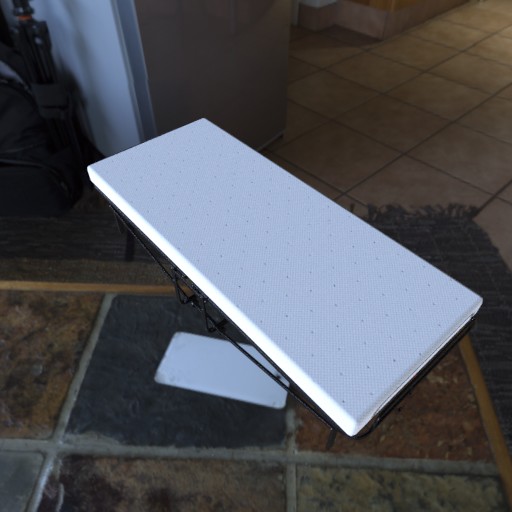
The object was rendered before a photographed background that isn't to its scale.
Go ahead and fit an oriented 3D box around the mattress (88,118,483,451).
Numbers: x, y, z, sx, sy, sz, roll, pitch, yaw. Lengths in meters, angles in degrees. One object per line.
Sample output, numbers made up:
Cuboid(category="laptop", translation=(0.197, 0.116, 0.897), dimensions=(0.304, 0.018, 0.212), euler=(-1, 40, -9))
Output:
Cuboid(category="mattress", translation=(0.000, 0.000, 2.487), dimensions=(0.922, 0.519, 2.153), euler=(-32, 54, -27))
